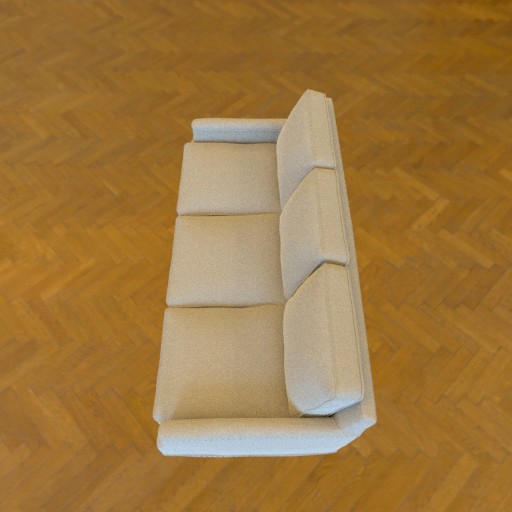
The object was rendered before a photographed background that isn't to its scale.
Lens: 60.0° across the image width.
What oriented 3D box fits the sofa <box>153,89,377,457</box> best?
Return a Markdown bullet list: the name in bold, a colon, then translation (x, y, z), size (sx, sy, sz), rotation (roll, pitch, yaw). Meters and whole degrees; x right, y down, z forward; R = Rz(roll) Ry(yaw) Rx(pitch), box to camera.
- **sofa**: translation (0.000, 0.000, 2.807), size (1.084, 1.003, 2.246), rotation (0, 58, 0)
